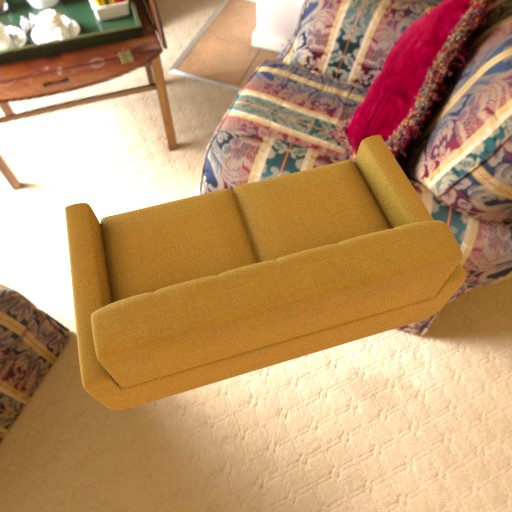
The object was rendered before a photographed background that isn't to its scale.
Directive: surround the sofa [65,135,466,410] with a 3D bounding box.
[{"bbox_3d":[0.000,0.000,2.114,1.631,0.841,0.909,-15,60,-8],"label":"sofa"}]
